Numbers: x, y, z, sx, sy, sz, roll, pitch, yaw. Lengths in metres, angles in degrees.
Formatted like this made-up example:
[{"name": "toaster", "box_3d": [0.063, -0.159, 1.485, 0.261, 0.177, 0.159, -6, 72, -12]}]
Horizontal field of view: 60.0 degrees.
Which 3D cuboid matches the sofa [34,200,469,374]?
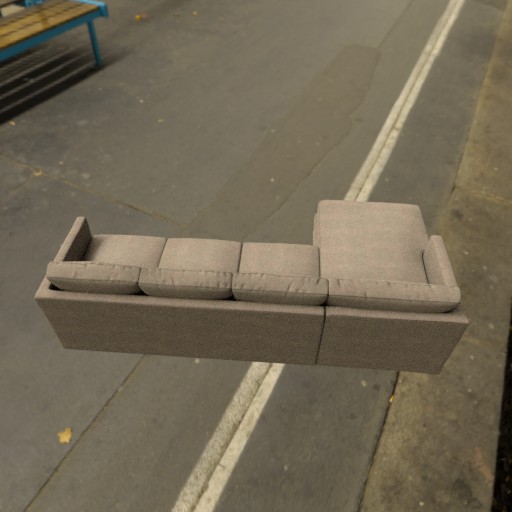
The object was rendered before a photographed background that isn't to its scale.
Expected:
[{"name": "sofa", "box_3d": [0.000, 0.000, 3.962, 3.205, 0.922, 1.650, 3, 46, 3]}]
